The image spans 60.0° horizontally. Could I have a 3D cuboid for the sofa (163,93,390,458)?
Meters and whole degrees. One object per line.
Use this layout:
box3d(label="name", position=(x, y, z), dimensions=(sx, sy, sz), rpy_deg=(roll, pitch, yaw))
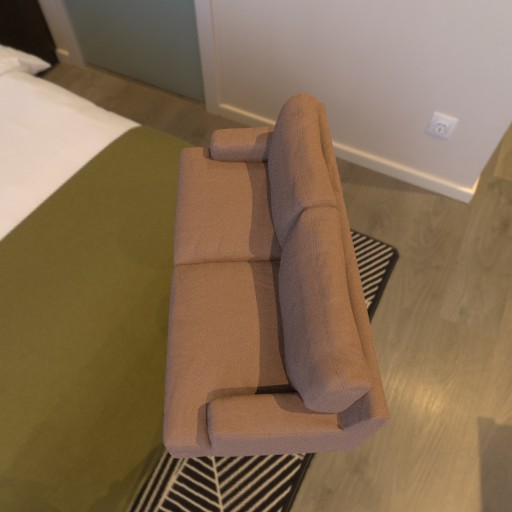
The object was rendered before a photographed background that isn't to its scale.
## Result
box3d(label="sofa", position=(0.000, 0.000, 2.867), dimensions=(1.140, 0.950, 2.274), rpy_deg=(-2, 57, -2))
